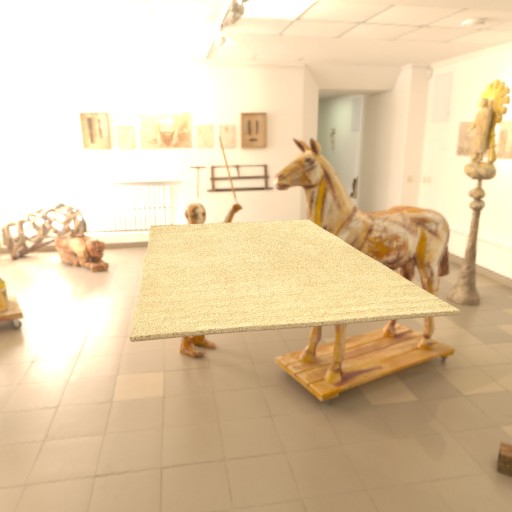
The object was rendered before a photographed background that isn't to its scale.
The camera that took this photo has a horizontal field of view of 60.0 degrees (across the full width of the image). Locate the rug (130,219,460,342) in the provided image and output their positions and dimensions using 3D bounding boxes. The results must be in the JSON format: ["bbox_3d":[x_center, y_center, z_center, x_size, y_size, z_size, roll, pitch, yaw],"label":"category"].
[{"bbox_3d":[0.000,0.000,3.055,1.500,0.025,2.346,-3,16,-11],"label":"rug"}]
